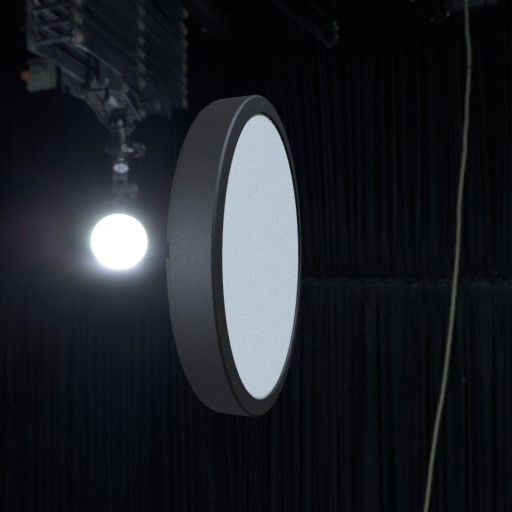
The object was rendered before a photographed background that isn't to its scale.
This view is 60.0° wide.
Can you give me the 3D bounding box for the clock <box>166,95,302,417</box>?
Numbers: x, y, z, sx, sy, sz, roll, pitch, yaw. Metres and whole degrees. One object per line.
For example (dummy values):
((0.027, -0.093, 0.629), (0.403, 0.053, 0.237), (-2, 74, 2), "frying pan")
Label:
((0.000, 0.000, 0.432), (0.040, 0.293, 0.293), (0, 0, 17), "clock")
